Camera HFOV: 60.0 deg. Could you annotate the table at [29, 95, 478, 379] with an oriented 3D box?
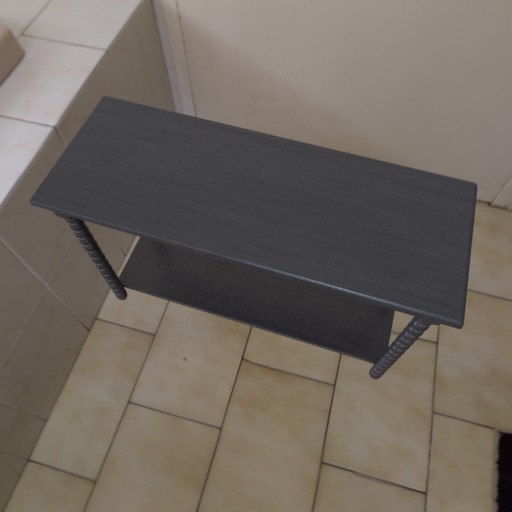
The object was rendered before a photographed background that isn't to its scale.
[{"bbox_3d":[0.000,0.000,1.560,1.184,0.735,0.459,16,62,9],"label":"table"}]
